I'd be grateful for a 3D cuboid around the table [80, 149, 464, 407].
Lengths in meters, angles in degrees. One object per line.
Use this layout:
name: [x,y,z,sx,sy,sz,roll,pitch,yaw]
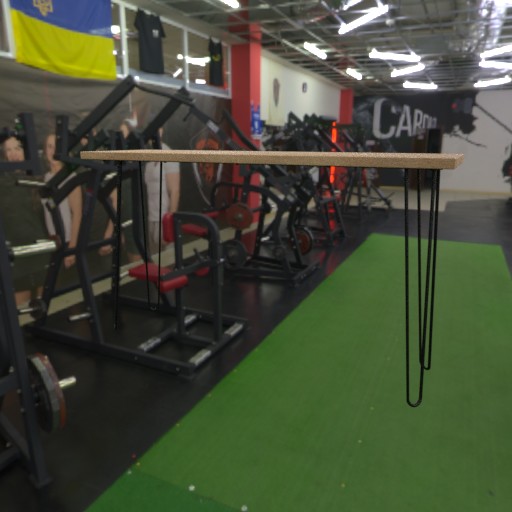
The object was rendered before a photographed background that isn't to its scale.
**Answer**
table: [0.000,0.000,1.761,1.400,0.799,0.399,7,17,26]
